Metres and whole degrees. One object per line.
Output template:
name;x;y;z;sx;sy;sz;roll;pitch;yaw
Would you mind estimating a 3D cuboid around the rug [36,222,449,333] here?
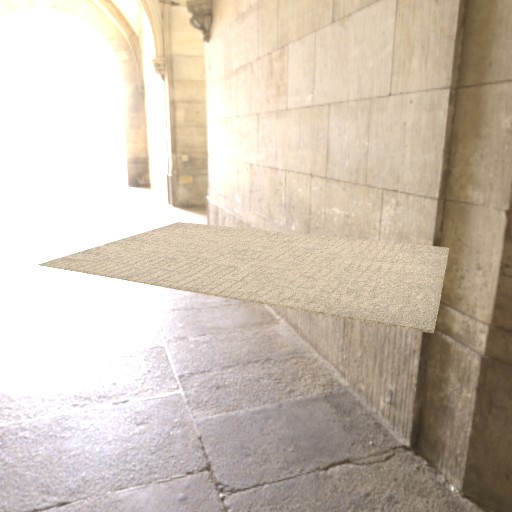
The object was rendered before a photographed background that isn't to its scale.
rug;0.000;0.000;2.326;1.827;0.007;1.211;7;17;24
